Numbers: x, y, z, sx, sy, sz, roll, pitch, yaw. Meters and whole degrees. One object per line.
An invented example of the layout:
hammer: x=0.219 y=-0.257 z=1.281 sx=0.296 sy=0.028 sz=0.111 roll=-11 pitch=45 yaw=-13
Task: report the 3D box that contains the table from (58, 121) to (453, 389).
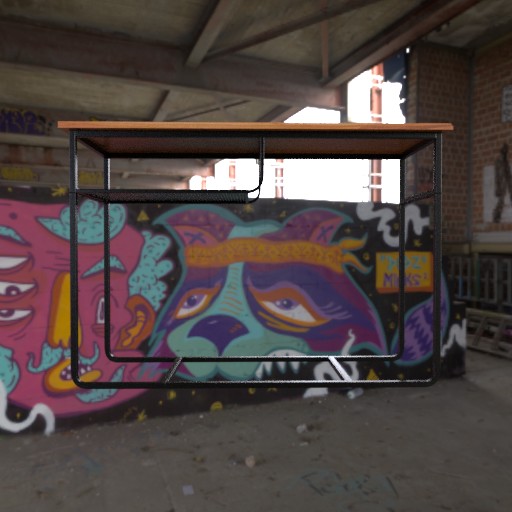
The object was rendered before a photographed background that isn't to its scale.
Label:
table: x=0.000 y=0.000 z=1.414 sx=1.100 sy=0.750 sz=0.350 roll=0 pitch=1 yaw=-1
